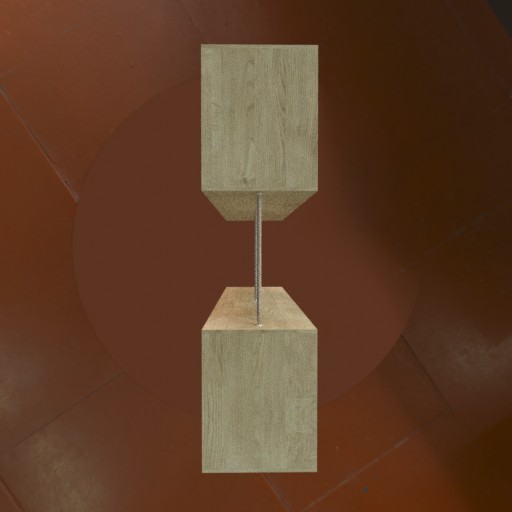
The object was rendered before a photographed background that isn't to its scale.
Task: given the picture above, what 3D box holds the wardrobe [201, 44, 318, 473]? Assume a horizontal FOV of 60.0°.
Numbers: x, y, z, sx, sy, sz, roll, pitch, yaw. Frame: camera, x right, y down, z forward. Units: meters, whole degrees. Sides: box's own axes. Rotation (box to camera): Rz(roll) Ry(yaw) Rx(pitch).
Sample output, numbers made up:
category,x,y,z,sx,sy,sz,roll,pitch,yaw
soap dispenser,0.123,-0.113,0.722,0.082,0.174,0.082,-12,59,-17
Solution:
category,x,y,z,sx,sy,sz,roll,pitch,yaw
wardrobe,0.000,0.000,2.833,0.480,2.000,1.770,0,91,-1
